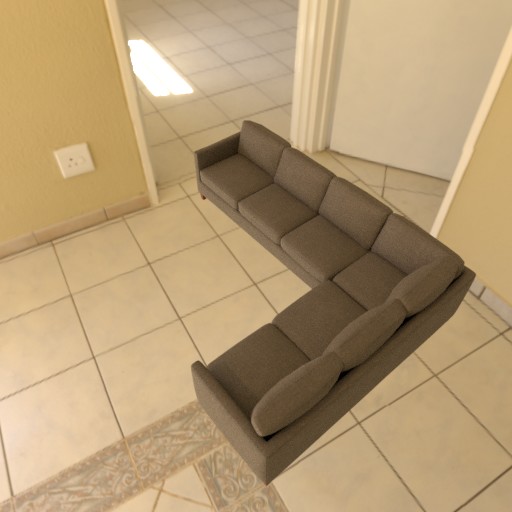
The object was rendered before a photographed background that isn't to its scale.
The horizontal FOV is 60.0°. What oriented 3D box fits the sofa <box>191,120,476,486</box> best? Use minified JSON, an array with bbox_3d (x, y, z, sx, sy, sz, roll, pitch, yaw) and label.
[{"bbox_3d":[0.000,0.000,4.515,2.593,0.947,3.302,-31,55,-26],"label":"sofa"}]
